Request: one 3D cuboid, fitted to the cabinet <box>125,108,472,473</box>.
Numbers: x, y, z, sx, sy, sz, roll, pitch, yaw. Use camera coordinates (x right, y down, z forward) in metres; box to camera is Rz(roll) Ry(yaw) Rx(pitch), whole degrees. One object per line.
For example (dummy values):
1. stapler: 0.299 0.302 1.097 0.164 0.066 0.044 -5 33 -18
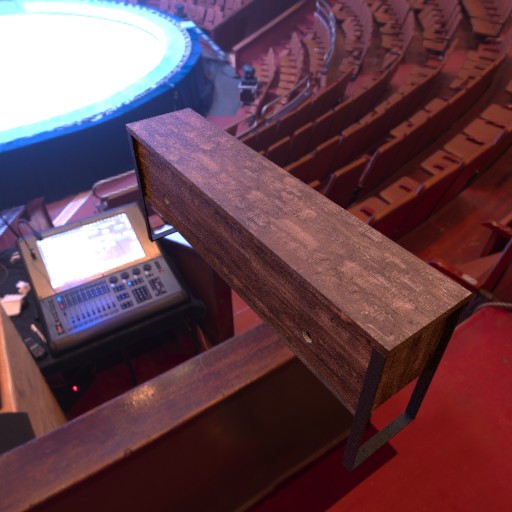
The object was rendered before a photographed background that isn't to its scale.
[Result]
1. cabinet: 0.000 0.000 2.104 0.395 0.762 1.800 -25 46 -26
